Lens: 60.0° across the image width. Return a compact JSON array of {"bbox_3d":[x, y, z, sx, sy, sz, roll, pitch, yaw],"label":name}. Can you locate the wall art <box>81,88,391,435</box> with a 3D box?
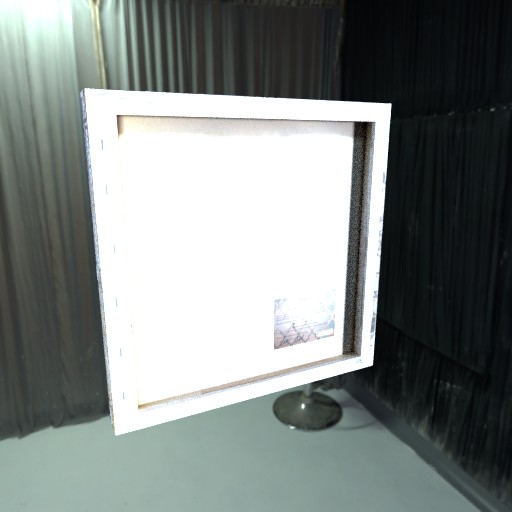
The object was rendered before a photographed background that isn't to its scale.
[{"bbox_3d":[0.000,0.000,0.608,0.411,0.410,0.038,-7,16,-25],"label":"wall art"}]
